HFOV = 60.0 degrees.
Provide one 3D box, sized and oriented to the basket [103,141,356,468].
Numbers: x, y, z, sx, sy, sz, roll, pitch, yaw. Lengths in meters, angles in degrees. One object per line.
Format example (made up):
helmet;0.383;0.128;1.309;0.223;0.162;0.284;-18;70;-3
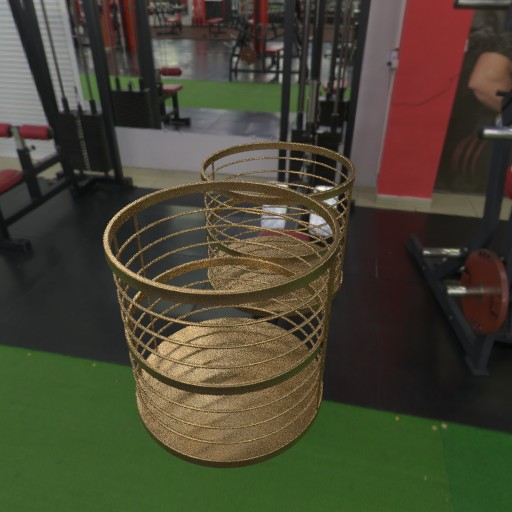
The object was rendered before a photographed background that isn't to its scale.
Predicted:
basket;0.000;0.000;0.932;0.356;0.351;0.746;8;33;13
